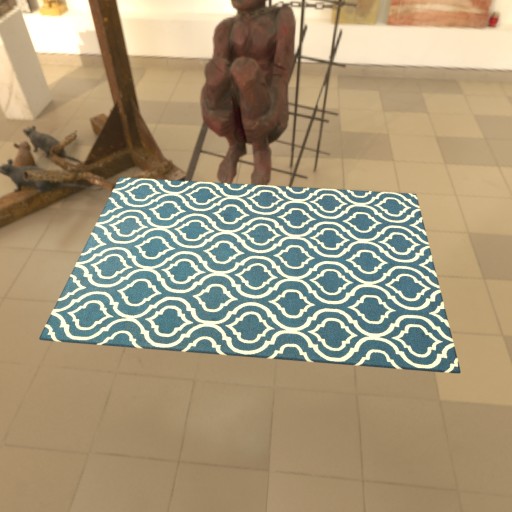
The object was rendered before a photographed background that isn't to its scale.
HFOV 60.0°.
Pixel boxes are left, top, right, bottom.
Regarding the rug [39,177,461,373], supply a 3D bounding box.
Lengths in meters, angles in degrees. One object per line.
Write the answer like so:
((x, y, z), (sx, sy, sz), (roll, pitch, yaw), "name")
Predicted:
((0.000, 0.000, 2.220), (1.753, 0.010, 1.143), (4, 47, 4), "rug")
